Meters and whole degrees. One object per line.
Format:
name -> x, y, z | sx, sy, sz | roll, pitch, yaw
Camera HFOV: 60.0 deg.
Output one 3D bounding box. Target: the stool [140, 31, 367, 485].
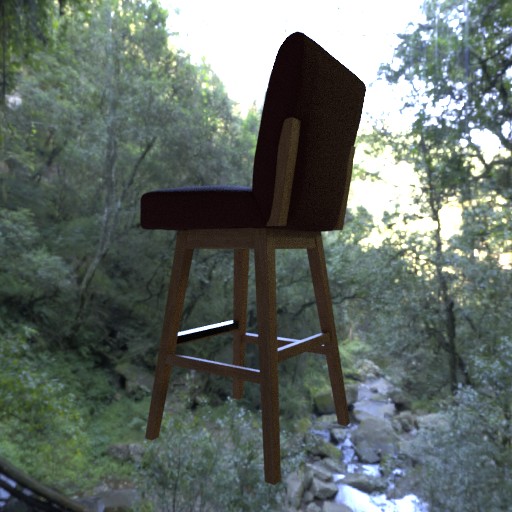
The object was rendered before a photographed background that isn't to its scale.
stool -> 0.000, 0.000, 1.362 | 0.562, 1.093, 0.468 | 1, 1, 35
